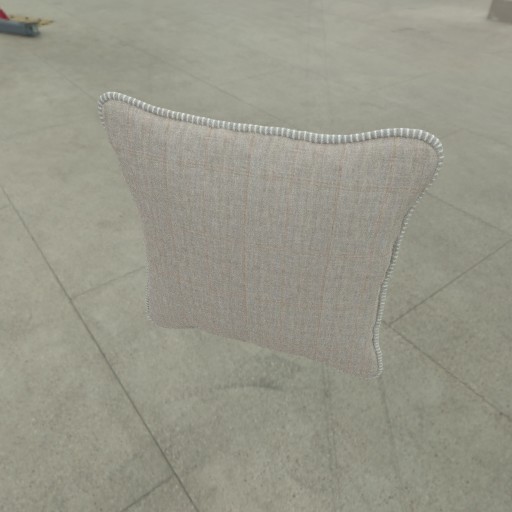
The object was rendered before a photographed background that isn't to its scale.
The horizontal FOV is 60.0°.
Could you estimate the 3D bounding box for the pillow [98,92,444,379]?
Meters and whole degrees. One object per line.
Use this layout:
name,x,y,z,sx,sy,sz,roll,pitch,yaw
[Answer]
pillow,0.000,0.000,0.734,0.485,0.494,0.124,11,41,13
